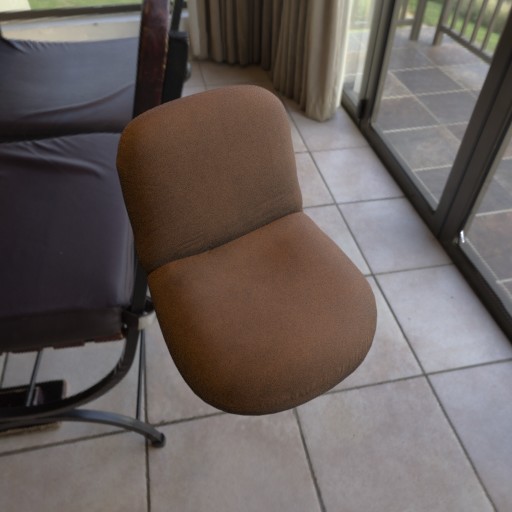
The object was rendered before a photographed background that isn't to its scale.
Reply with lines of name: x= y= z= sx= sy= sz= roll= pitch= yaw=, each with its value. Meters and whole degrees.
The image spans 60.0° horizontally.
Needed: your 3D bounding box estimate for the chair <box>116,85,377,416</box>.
chair: x=0.000 y=0.000 z=1.039 sx=0.521 sy=0.594 sz=0.597 roll=-23 pitch=50 yaw=-20
